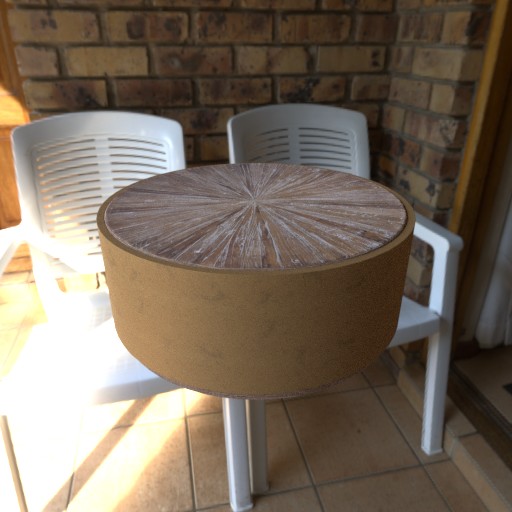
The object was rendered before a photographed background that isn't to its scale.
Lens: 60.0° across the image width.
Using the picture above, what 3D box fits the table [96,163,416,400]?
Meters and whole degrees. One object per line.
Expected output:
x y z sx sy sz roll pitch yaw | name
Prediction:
0.000 0.000 1.547 1.001 0.409 1.001 0 26 0 | table
